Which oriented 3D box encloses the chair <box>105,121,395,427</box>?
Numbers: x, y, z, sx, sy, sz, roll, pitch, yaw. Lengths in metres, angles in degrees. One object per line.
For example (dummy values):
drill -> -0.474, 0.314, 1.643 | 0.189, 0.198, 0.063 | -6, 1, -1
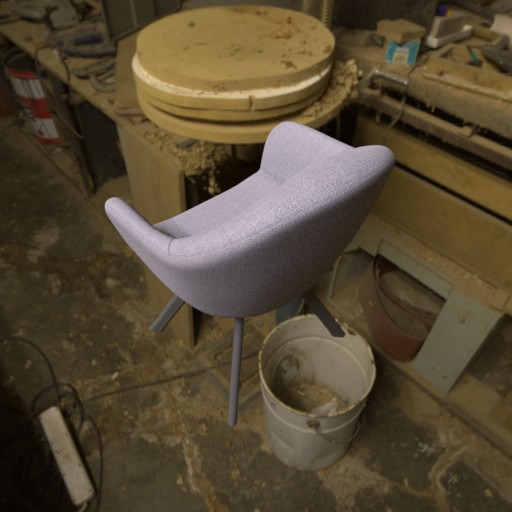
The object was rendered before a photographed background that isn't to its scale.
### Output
chair -> 0.000, 0.000, 1.192 | 0.590, 0.795, 0.550 | -31, 53, -27
